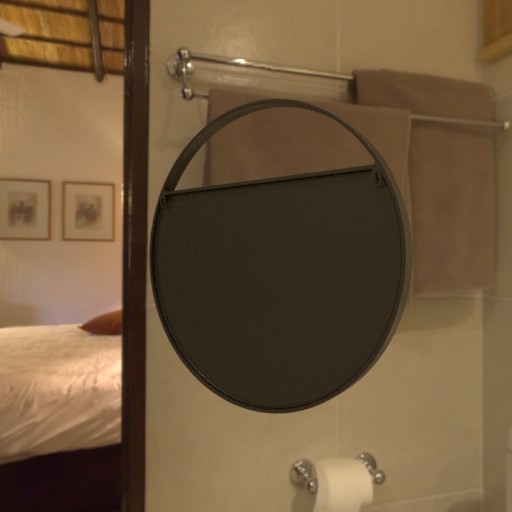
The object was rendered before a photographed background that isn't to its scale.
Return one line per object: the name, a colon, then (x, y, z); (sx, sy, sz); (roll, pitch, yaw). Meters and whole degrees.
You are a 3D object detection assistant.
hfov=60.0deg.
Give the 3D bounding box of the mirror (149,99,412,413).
mirror: (0.000, 0.000, 0.825); (0.565, 0.565, 0.032); (0, 0, 37)
